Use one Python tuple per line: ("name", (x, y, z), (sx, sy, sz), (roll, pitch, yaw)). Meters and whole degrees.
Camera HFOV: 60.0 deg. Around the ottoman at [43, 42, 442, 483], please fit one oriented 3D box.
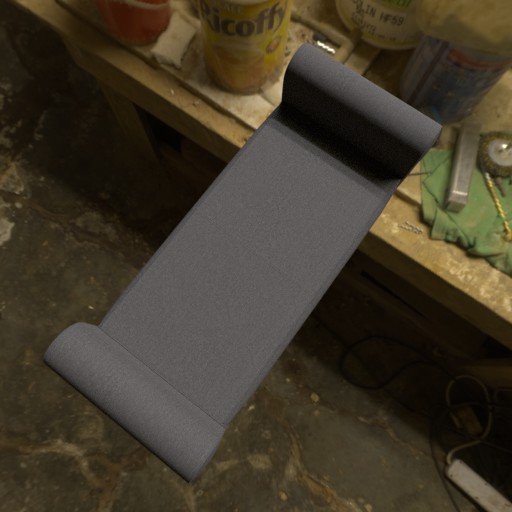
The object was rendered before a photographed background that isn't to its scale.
("ottoman", (0.000, 0.000, 1.497), (0.521, 0.547, 1.256), (36, 79, 8))
